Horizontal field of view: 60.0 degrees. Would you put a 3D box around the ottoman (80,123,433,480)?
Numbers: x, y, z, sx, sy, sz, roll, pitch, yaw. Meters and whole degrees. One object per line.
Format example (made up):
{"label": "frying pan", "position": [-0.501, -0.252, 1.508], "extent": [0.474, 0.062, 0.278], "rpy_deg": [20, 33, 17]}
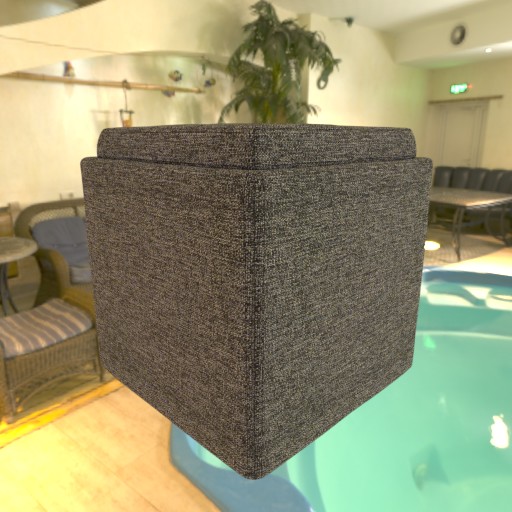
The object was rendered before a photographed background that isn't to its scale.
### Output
{"label": "ottoman", "position": [0.000, 0.000, 0.812], "extent": [0.450, 0.463, 0.450], "rpy_deg": [-15, 21, -42]}
